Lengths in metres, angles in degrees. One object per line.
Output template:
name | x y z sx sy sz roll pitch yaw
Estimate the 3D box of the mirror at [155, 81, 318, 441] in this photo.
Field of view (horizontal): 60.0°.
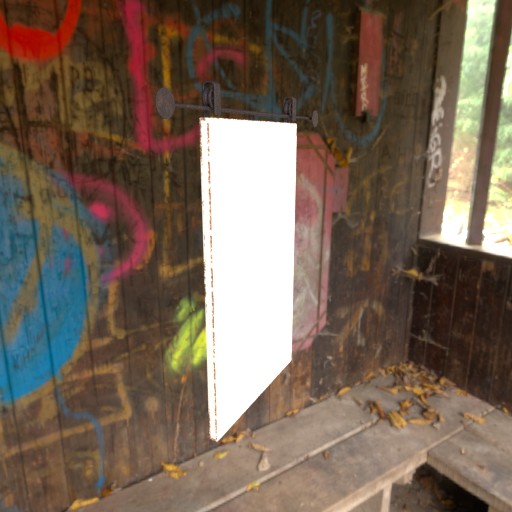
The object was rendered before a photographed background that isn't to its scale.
mirror | 0.000 0.000 1.200 0.037 0.844 0.808 8 17 26
